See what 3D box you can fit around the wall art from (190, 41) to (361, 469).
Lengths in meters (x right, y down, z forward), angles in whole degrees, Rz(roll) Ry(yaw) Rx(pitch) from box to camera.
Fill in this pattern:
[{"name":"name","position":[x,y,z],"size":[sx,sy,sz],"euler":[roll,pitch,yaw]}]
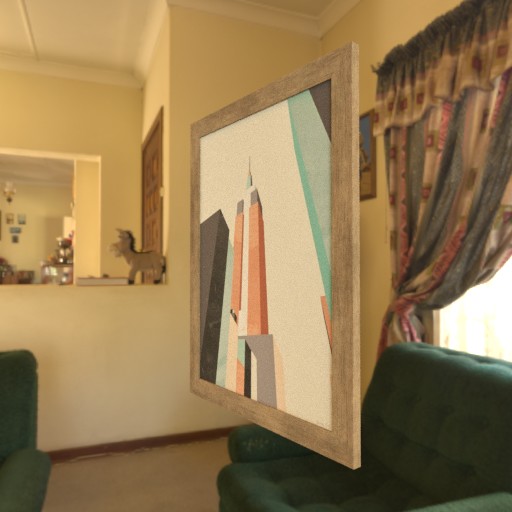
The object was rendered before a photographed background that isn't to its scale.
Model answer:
[{"name":"wall art","position":[0.000,0.000,0.927],"size":[0.018,0.686,0.534],"euler":[1,-1,-37]}]
